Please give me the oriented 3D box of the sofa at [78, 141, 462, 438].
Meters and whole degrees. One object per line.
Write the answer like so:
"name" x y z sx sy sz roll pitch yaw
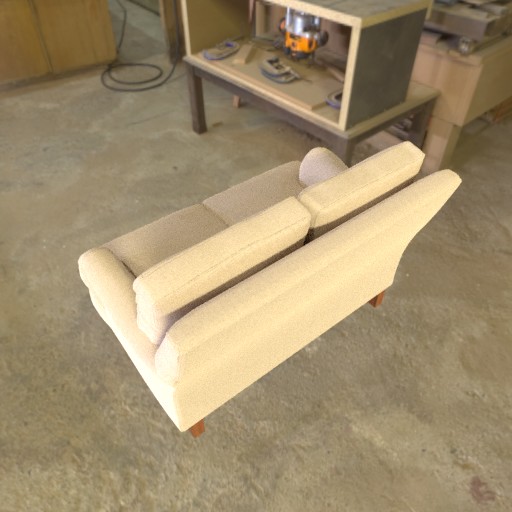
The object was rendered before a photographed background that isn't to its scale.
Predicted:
"sofa" 0.000 0.000 2.212 1.508 1.048 1.087 -29 51 -26
